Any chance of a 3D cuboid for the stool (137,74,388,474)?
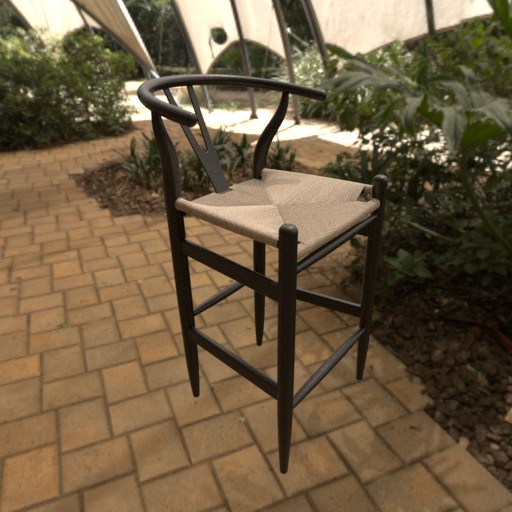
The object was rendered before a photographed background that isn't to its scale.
[{"bbox_3d":[0.000,0.000,1.312,0.579,0.970,0.569,19,32,33],"label":"stool"}]
